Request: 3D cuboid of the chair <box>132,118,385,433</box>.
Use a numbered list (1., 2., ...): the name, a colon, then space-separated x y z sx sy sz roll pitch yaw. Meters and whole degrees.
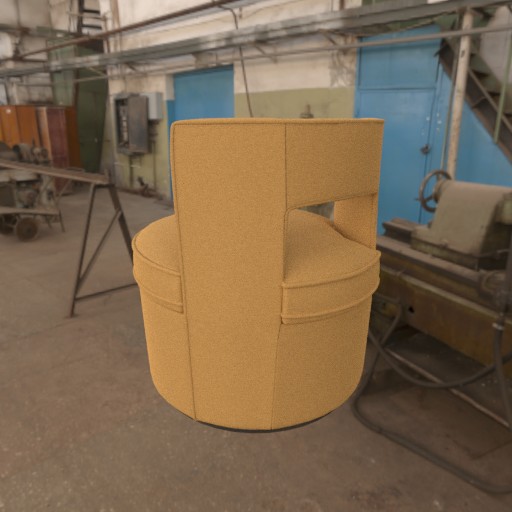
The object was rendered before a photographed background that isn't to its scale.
1. chair: 0.000 0.000 1.215 0.650 0.723 0.665 -15 23 -40
